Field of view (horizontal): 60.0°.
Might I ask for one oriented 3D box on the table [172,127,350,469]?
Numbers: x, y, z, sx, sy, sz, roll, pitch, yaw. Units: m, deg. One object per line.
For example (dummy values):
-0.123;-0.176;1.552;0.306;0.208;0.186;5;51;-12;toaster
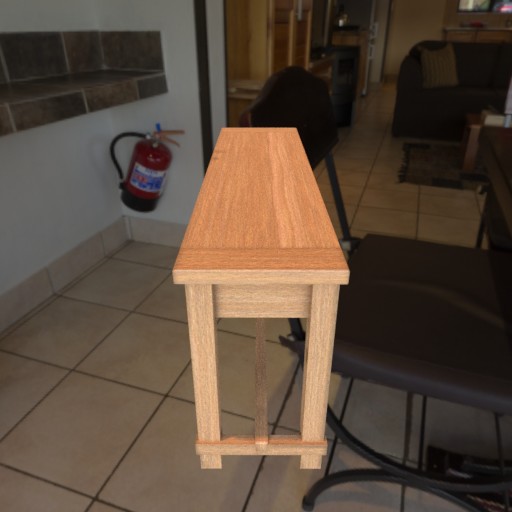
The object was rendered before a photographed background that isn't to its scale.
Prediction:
0.000;0.000;1.911;0.442;0.762;1.599;0;28;0;table
